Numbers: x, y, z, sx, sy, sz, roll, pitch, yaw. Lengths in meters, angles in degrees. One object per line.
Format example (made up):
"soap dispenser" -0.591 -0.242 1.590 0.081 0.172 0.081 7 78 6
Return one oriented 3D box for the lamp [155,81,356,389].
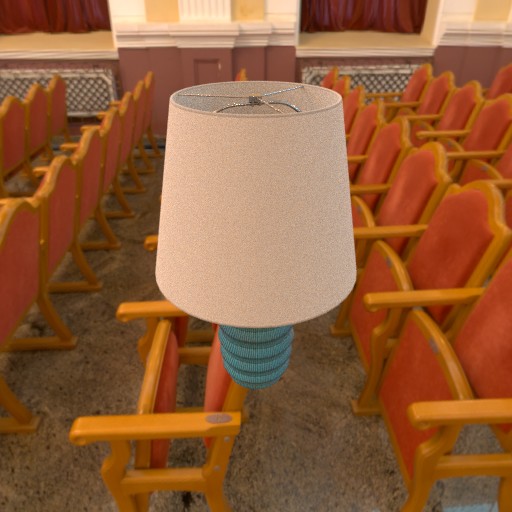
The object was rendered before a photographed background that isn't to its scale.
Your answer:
"lamp" 0.000 0.000 0.565 0.254 0.392 0.254 0 31 0
